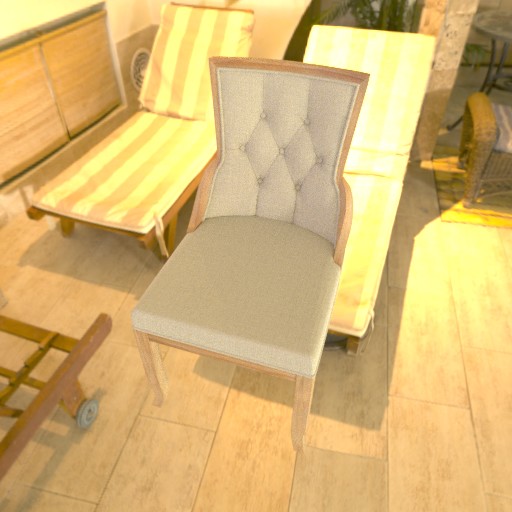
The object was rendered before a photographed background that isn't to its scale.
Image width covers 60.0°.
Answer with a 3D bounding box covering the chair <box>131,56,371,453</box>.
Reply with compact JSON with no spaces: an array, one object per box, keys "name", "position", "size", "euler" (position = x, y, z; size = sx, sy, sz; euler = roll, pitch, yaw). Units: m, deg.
[{"name":"chair","position":[0.000,0.000,1.339],"size":[0.524,0.947,0.641],"euler":[12,43,14]}]
